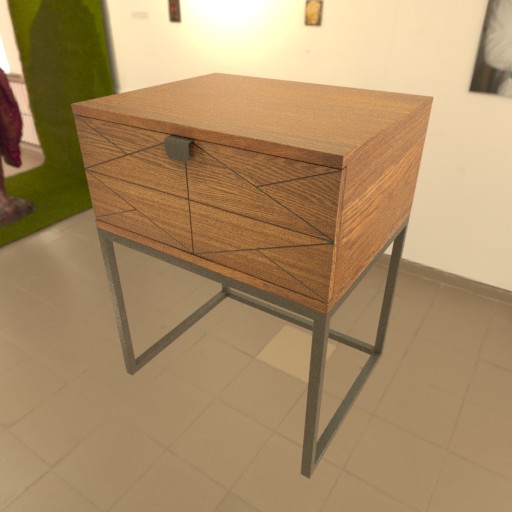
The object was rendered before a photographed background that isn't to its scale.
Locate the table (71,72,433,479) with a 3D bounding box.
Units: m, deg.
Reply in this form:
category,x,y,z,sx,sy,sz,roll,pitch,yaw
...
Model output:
category,x,y,z,sx,sy,sz,roll,pitch,yaw
table,0.000,0.000,0.903,0.482,0.610,0.400,19,36,28
